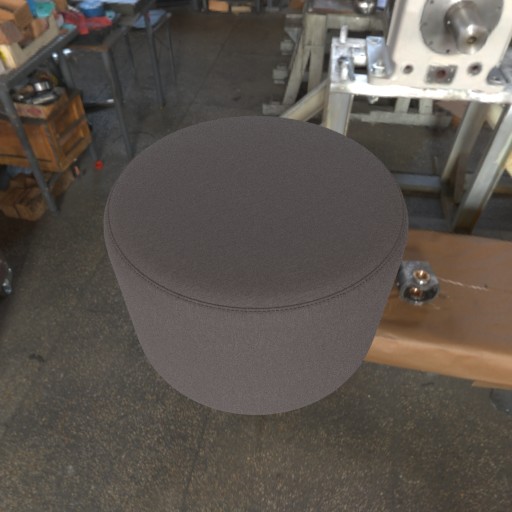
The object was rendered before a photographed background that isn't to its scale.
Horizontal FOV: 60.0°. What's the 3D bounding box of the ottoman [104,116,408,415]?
[{"bbox_3d":[0.000,0.000,1.017,0.608,0.433,0.608,0,47,0],"label":"ottoman"}]
